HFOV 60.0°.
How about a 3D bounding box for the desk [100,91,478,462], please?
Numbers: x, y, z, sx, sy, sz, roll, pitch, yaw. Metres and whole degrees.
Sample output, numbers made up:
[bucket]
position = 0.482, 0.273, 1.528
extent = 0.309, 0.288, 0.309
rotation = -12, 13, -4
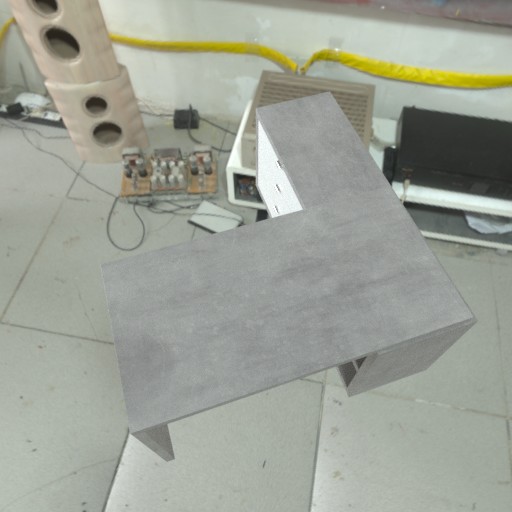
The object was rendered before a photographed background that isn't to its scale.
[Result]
[desk]
position = 0.000, 0.000, 2.301
extent = 1.400, 0.740, 1.500
rotation = -16, 60, -10
